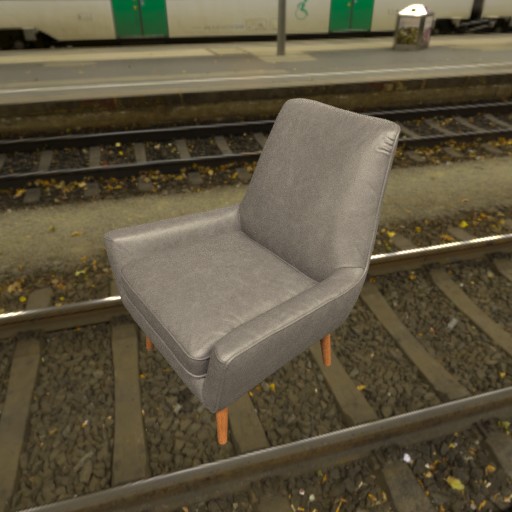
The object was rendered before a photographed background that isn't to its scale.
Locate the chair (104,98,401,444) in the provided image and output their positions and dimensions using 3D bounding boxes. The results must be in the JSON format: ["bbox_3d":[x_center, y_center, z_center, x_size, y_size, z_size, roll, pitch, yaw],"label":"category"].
[{"bbox_3d":[0.000,0.000,1.522,0.822,0.888,0.787,-22,38,-31],"label":"chair"}]
